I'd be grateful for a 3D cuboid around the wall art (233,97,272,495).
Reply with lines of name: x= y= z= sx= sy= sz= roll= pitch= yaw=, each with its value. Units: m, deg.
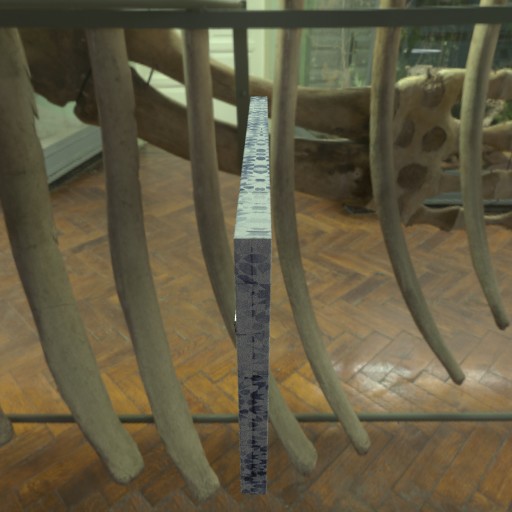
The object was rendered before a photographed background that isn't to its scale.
wall art: x=0.000 y=0.000 z=1.147 sx=0.057 sy=0.608 sz=0.911 roll=0 pitch=31 yaw=1
